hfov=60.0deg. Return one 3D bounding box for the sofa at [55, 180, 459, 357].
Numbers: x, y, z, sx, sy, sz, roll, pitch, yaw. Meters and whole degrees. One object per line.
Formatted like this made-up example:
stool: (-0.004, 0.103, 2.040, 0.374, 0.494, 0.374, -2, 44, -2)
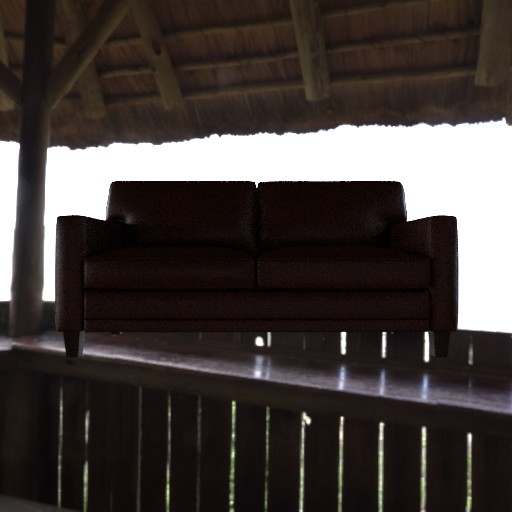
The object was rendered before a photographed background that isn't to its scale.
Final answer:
sofa: (0.000, 0.000, 2.400, 1.876, 0.928, 0.912, 0, 0, 0)
